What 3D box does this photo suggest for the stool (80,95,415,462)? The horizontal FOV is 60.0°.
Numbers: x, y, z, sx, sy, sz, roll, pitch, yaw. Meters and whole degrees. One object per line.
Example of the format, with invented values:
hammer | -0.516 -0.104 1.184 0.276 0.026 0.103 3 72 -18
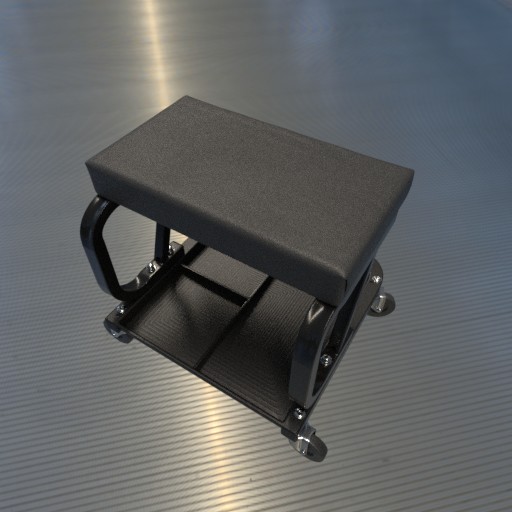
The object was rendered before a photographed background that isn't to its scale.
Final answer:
stool | 0.000 0.000 0.712 0.446 0.380 0.371 25 52 21
